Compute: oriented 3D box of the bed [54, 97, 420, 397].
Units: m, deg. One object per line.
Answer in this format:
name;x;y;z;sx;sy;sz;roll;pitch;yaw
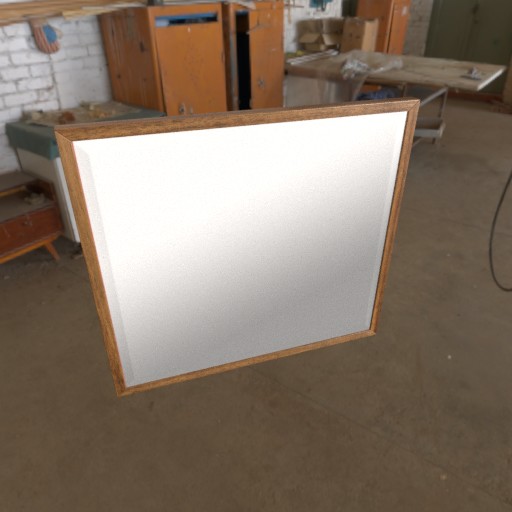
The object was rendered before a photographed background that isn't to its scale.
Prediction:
bed;0.000;0.000;1.471;1.041;0.940;0.043;-10;33;-16
